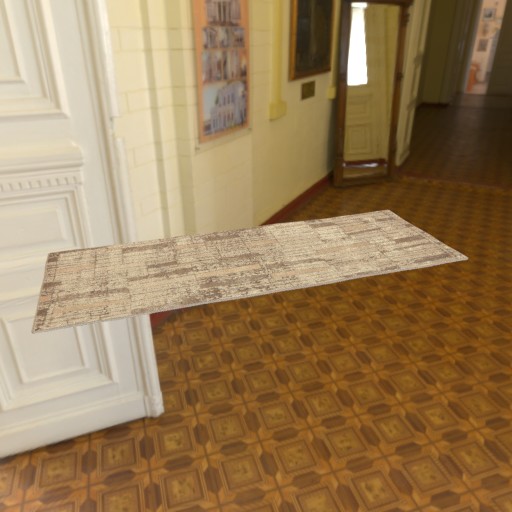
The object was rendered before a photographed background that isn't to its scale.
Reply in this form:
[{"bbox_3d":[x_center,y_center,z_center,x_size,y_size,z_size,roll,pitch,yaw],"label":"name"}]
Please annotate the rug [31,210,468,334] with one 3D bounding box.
[{"bbox_3d":[0.000,0.000,2.657,2.383,0.018,0.857,-8,28,-16],"label":"rug"}]
